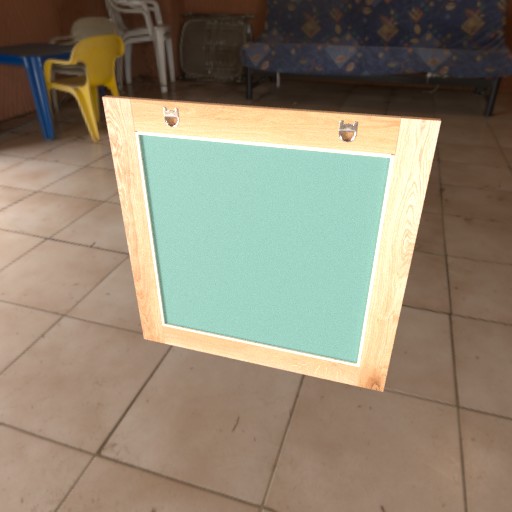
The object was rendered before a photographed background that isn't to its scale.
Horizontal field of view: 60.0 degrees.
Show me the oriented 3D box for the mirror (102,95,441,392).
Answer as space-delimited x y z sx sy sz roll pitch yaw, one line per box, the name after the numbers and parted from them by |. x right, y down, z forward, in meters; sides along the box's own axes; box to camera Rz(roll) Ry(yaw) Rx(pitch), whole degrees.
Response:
0.000 0.000 1.224 0.800 0.800 0.020 9 32 14 | mirror
